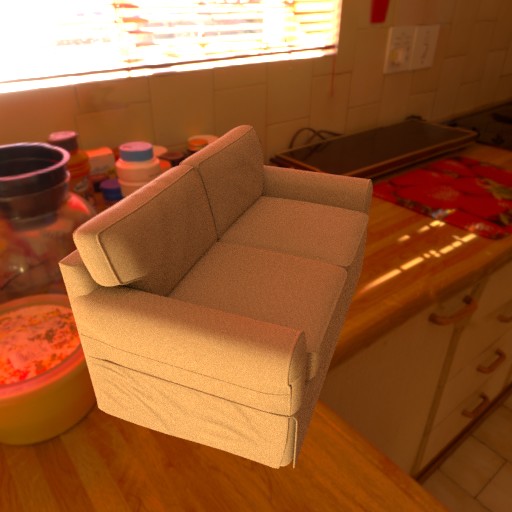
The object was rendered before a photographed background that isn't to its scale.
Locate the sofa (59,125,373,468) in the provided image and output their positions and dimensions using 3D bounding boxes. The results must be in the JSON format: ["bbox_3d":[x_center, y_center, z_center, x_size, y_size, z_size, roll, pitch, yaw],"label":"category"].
[{"bbox_3d":[0.000,0.000,2.344,0.991,0.940,1.727,11,33,18],"label":"sofa"}]
